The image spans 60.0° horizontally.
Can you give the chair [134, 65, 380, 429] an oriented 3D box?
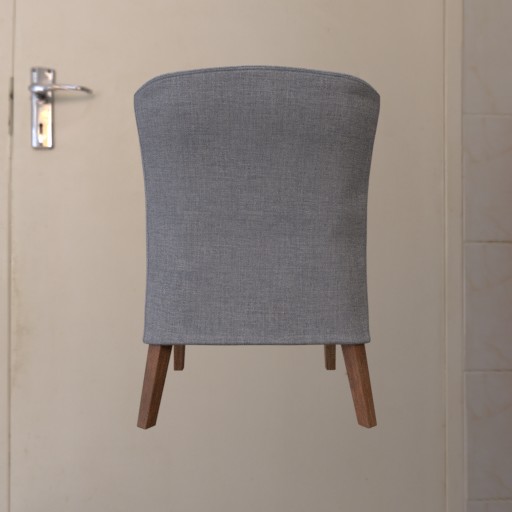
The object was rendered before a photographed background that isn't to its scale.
[{"bbox_3d":[0.000,0.000,1.219,0.600,0.771,0.668,0,0,-1],"label":"chair"}]
